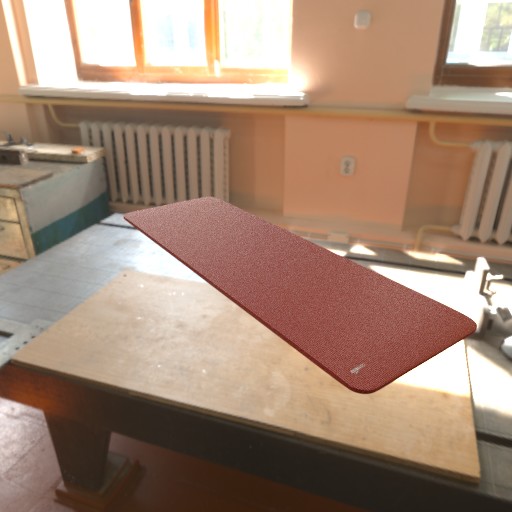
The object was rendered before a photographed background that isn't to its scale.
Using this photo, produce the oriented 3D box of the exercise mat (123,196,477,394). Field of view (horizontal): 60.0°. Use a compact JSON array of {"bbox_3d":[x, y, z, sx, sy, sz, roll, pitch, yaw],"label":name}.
[{"bbox_3d":[0.000,0.000,2.076,0.616,0.021,1.869,-17,30,-32],"label":"exercise mat"}]
